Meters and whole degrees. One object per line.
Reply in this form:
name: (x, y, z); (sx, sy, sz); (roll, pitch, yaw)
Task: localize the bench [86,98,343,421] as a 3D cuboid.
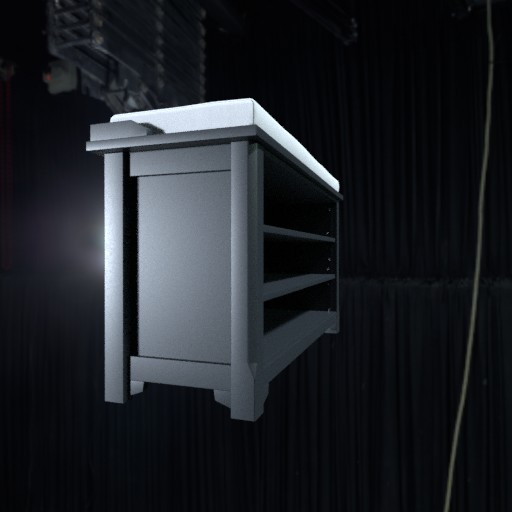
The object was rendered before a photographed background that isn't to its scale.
bench: (0.000, 0.000, 1.247); (0.345, 0.561, 0.973); (0, 0, 19)
